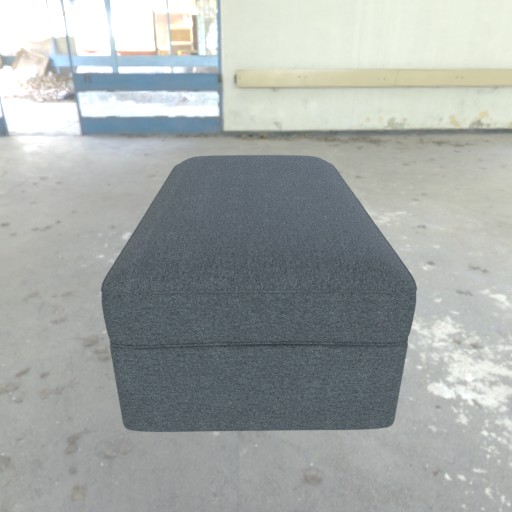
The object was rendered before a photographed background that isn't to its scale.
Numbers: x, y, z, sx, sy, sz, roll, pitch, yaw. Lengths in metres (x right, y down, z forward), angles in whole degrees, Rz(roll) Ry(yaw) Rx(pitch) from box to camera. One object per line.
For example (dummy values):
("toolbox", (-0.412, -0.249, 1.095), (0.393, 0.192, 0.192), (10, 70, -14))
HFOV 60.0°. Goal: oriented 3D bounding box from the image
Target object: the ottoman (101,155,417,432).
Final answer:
("ottoman", (0.000, 0.000, 1.516), (0.681, 0.494, 1.173), (0, 25, -1))
